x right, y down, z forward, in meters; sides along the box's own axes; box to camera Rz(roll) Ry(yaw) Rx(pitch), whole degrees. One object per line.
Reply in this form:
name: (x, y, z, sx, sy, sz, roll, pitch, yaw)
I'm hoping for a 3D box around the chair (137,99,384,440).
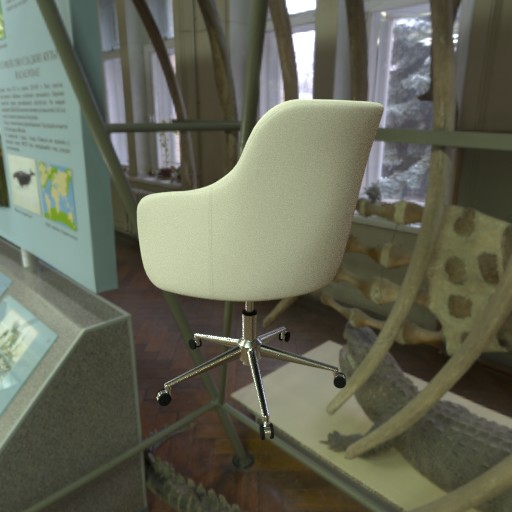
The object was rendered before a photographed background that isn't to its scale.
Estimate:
chair: (0.000, 0.000, 1.261, 0.602, 0.819, 0.647, -16, 23, -42)
